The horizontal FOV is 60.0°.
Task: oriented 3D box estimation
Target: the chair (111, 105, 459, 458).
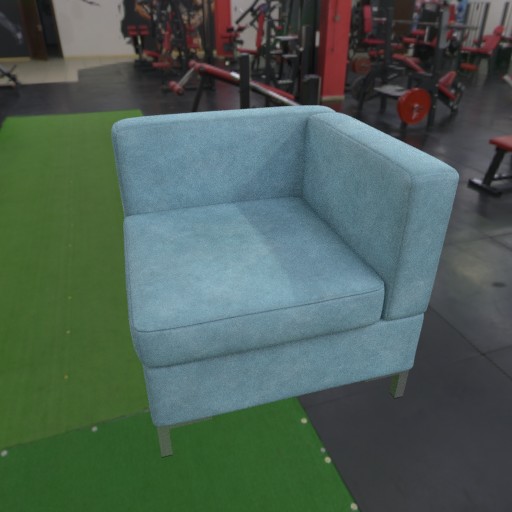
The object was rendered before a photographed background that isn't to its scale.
[{"bbox_3d":[0.000,0.000,1.218,0.691,0.660,0.684,-9,31,-14],"label":"chair"}]
